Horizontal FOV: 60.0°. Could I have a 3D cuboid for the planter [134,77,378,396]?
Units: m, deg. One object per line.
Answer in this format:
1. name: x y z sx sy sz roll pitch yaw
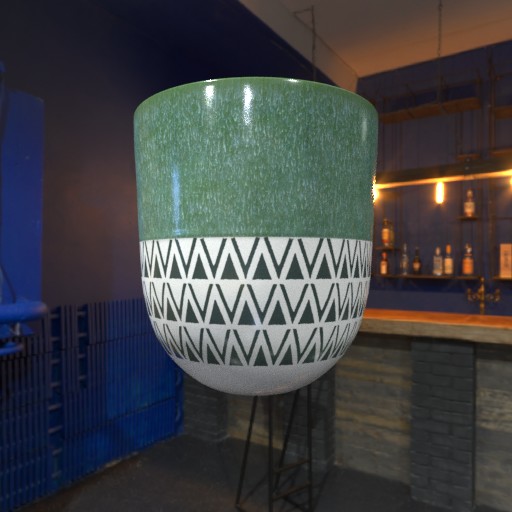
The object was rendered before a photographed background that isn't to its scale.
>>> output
1. planter: 0.000 0.000 0.364 0.195 0.214 0.195 0 -1 0
